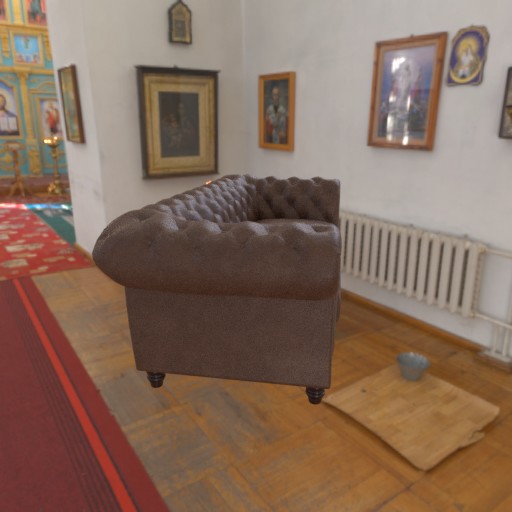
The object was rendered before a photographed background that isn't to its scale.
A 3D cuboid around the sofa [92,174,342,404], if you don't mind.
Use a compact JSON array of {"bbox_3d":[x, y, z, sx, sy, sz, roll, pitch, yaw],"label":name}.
[{"bbox_3d":[0.000,0.000,2.549,0.955,0.784,2.048,3,16,10],"label":"sofa"}]
